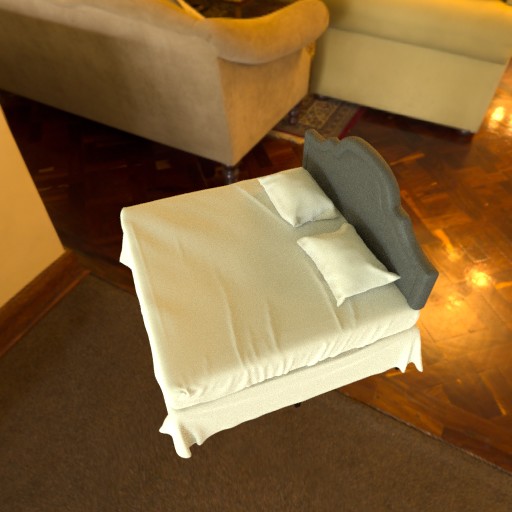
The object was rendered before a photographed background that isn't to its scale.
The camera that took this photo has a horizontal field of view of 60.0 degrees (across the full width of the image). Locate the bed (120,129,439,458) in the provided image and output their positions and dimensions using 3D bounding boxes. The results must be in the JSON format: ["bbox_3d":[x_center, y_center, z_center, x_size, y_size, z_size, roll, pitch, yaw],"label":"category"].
[{"bbox_3d":[0.000,0.000,3.701,2.222,1.631,2.303,-15,49,-14],"label":"bed"}]
